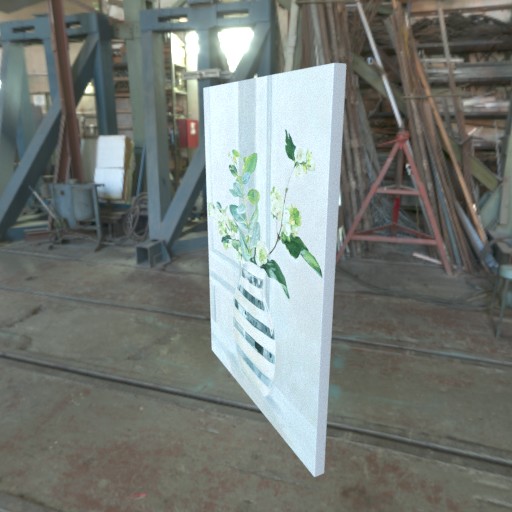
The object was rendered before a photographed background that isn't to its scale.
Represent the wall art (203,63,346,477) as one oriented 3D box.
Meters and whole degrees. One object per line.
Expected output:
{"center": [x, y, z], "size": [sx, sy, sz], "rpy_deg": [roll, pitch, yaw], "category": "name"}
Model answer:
{"center": [0.000, 0.000, 1.628], "size": [0.038, 1.212, 0.914], "rpy_deg": [-8, 19, -25], "category": "wall art"}
